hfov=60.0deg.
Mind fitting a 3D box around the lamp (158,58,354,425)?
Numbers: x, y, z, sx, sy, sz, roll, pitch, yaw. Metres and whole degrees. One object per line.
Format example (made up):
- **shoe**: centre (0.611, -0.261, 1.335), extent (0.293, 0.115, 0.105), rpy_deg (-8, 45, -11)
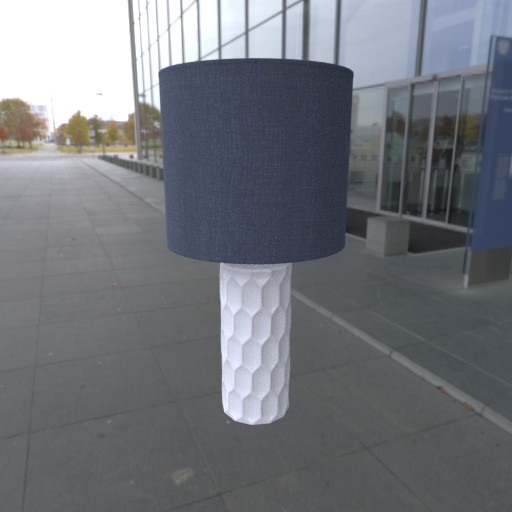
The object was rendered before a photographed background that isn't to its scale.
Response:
- **lamp**: centre (0.000, 0.000, 0.706), extent (0.277, 0.537, 0.277), rpy_deg (-2, 14, -8)
